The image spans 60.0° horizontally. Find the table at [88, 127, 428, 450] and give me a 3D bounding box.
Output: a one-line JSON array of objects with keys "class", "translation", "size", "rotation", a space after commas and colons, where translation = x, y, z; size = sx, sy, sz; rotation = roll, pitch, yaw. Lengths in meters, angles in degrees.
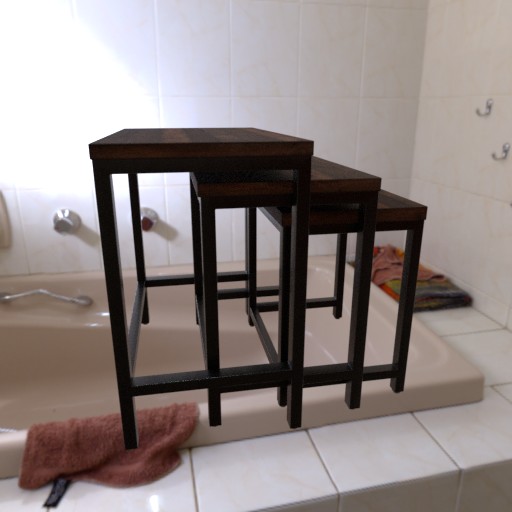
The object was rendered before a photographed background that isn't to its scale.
[{"class": "table", "translation": [0.000, 0.000, 1.146], "size": [0.660, 0.616, 0.608], "rotation": [-3, 19, -10]}]
